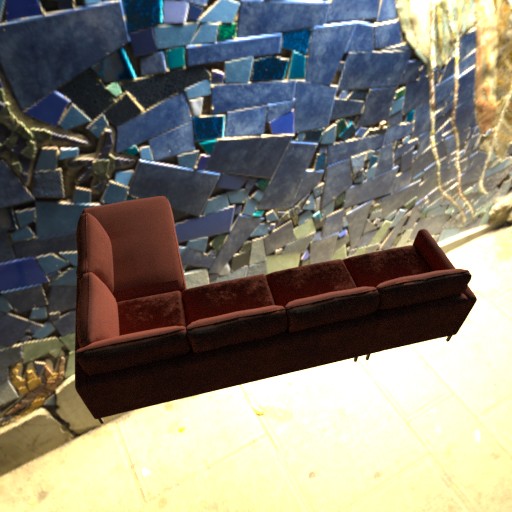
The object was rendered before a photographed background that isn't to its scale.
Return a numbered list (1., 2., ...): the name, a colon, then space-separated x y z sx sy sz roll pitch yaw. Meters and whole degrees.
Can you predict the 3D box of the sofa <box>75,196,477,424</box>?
1. sofa: 0.000 0.000 3.567 2.736 0.757 1.879 -11 48 -10
